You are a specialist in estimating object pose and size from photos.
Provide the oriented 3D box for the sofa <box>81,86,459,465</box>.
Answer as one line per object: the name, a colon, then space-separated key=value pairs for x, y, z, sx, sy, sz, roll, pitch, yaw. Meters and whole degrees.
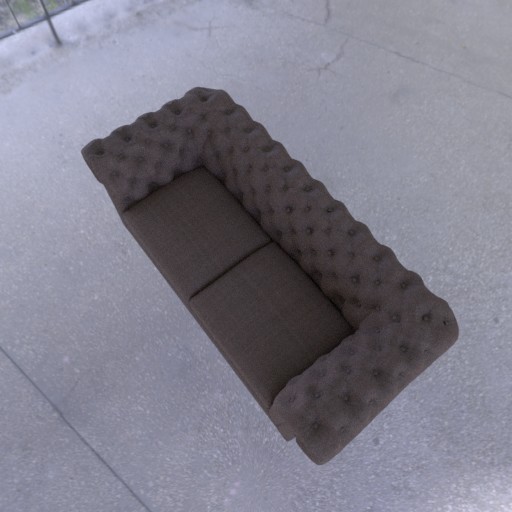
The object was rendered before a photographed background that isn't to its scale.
sofa: x=0.000 y=0.000 z=2.506 sx=0.944 sy=0.780 sz=2.048 roll=-35 pitch=68 yaw=-16
